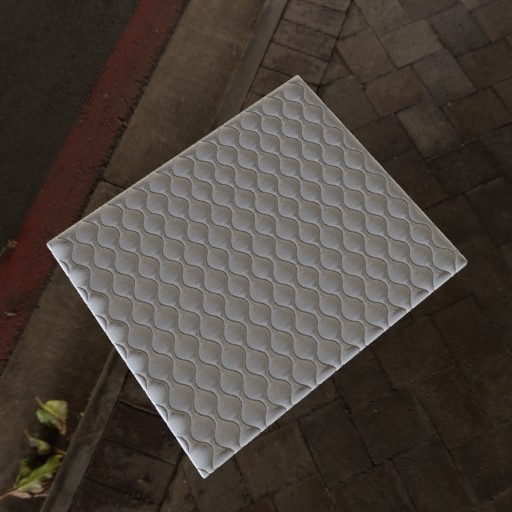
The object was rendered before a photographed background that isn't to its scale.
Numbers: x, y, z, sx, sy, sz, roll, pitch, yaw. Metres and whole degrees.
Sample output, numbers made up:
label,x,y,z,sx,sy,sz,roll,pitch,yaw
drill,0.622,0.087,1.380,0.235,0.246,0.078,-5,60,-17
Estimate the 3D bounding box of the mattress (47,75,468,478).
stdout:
label,x,y,z,sx,sy,sz,roll,pitch,yaw
mattress,0.000,0.000,2.654,1.900,0.200,1.600,-36,78,-9
